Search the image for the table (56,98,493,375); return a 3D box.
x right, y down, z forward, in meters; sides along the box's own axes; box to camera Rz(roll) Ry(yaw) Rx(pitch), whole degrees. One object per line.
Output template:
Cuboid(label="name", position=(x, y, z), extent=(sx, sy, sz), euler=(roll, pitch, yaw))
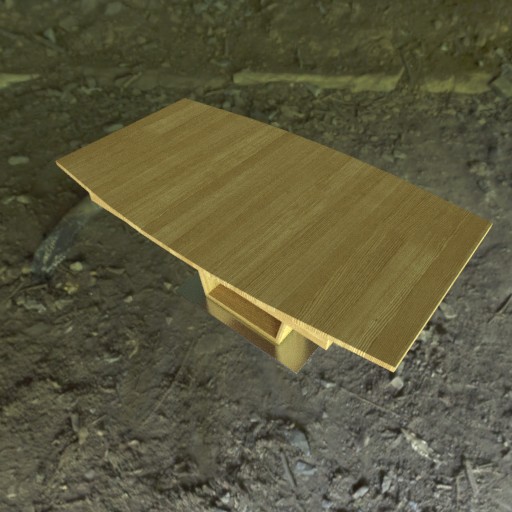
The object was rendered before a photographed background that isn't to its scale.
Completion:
Cuboid(label="table", position=(0.000, 0.000, 2.024), extent=(1.598, 0.748, 0.900), euler=(30, 52, 27))
